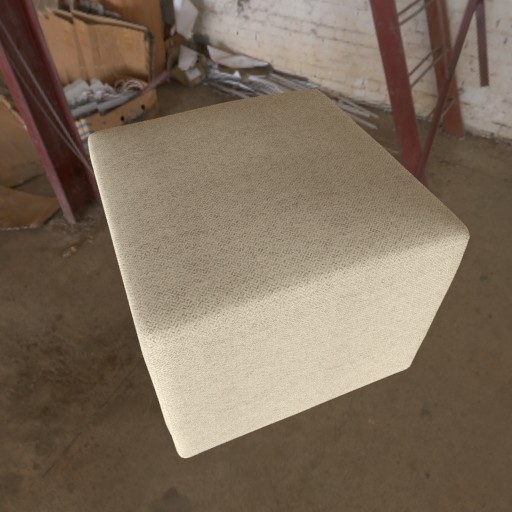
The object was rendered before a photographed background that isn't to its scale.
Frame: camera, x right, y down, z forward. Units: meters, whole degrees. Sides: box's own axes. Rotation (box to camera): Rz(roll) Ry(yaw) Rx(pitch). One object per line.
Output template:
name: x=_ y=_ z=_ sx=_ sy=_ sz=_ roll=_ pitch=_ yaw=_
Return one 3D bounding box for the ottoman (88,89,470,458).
ottoman: x=0.000 y=0.000 z=0.894 sx=0.512 sy=0.453 sz=0.521 roll=-17 pitch=49 yaw=-15
